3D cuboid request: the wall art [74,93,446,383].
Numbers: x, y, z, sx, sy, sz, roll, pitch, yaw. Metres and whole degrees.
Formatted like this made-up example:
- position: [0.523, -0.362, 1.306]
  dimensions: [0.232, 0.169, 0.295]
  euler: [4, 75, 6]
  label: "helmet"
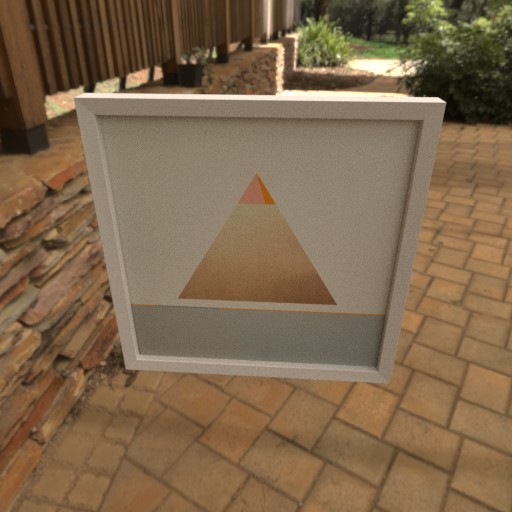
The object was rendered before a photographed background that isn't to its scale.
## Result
- position: [0.000, 0.000, 1.889]
  dimensions: [1.289, 1.291, 0.098]
  euler: [2, 29, 4]
  label: "wall art"
